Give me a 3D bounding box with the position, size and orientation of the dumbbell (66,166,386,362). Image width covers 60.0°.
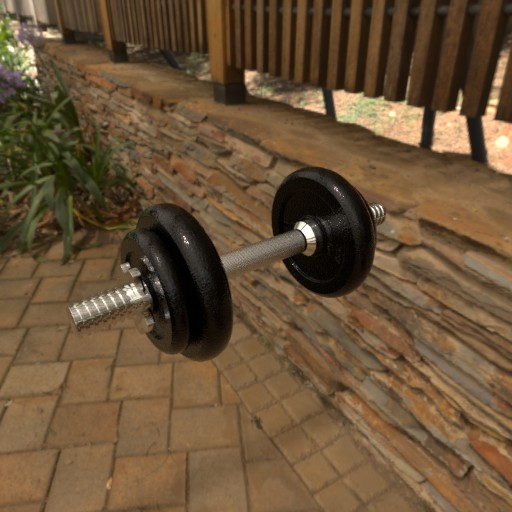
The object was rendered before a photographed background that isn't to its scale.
[{"bbox_3d":[0.000,0.000,0.609,0.497,0.202,0.202,-20,35,-31],"label":"dumbbell"}]
